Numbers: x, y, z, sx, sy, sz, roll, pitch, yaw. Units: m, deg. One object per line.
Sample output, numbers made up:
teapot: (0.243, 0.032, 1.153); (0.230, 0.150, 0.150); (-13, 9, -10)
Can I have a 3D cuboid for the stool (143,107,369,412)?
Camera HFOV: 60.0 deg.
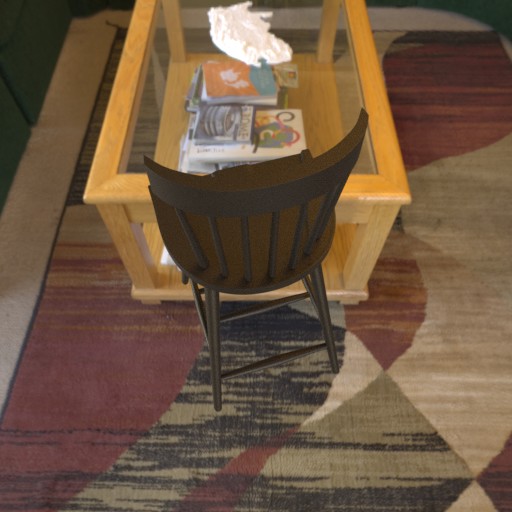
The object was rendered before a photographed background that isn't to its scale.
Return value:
stool: (0.000, 0.000, 1.279); (0.494, 0.953, 0.549); (-15, 59, -9)
